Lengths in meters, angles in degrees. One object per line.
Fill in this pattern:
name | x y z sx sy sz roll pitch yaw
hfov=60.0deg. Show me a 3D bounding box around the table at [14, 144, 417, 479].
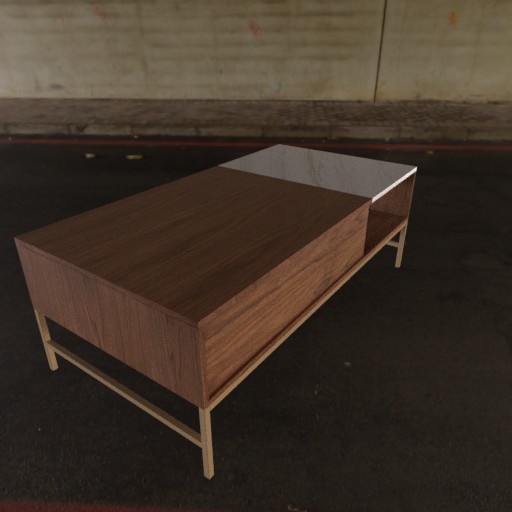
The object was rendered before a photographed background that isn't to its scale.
table | 0.000 0.000 1.899 0.789 0.551 1.553 18 32 31
